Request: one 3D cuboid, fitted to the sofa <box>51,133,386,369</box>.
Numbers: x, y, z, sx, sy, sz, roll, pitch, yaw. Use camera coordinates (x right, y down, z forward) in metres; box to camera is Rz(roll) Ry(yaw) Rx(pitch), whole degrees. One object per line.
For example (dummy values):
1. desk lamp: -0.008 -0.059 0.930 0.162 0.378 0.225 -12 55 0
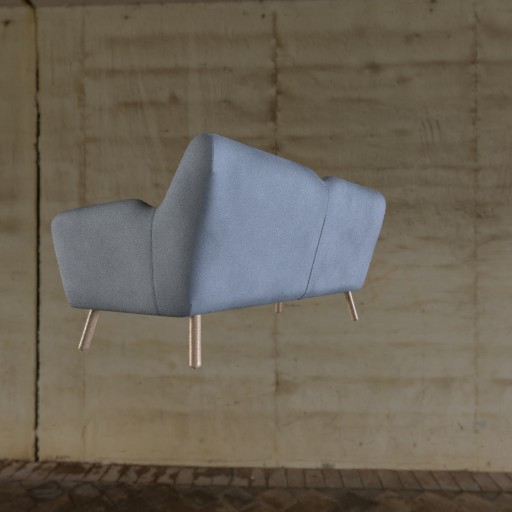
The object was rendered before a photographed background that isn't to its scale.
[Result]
1. sofa: 0.000 0.000 2.337 0.850 0.810 1.870 0 0 35
